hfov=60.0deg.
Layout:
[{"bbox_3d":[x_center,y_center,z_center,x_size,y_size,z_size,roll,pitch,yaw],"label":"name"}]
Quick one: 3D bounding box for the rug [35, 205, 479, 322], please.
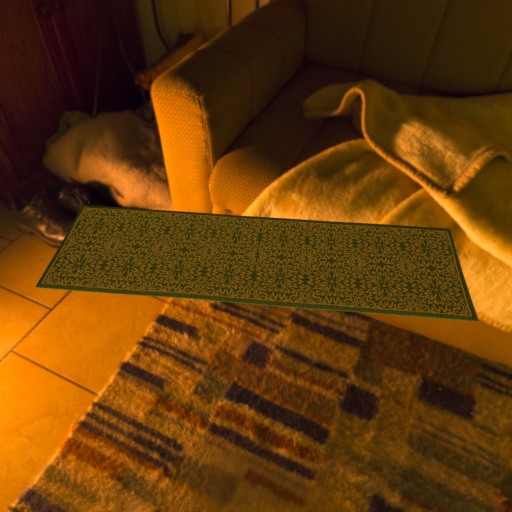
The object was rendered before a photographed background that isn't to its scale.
[{"bbox_3d":[0.000,0.000,2.411,2.196,0.011,0.662,4,46,4],"label":"rug"}]
